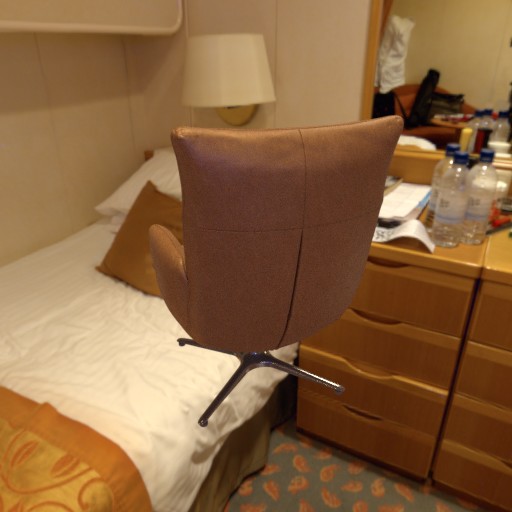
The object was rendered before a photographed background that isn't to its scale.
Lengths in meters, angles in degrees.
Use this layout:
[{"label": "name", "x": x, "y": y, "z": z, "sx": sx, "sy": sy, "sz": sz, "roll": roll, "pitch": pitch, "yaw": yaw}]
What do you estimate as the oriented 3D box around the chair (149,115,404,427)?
[{"label": "chair", "x": 0.000, "y": 0.000, "z": 1.578, "sx": 0.711, "sy": 1.027, "sz": 0.794, "roll": -8, "pitch": 27, "yaw": -16}]
